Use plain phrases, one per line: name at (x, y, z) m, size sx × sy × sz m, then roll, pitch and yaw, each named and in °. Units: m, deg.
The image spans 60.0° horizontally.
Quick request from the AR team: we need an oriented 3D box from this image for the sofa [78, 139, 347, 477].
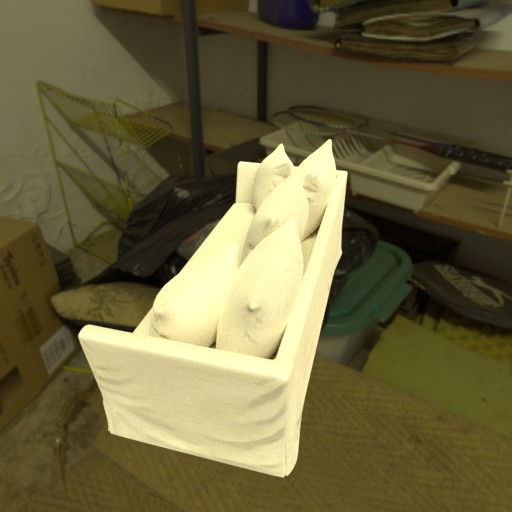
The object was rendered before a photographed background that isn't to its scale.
sofa at (0.000, 0.000, 3.018) m, size 1.030 × 1.042 × 2.484 m, roll 8°, pitch 32°, yaw 13°
